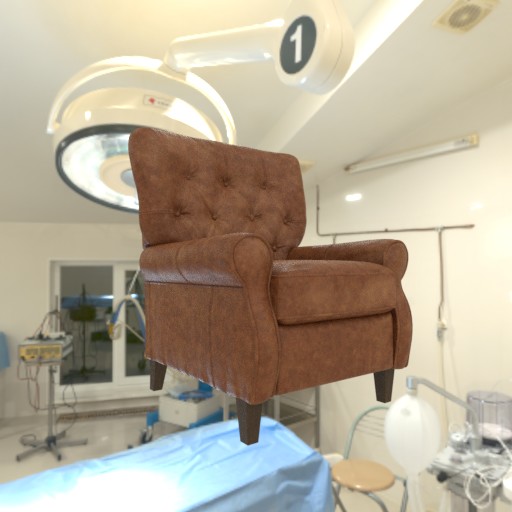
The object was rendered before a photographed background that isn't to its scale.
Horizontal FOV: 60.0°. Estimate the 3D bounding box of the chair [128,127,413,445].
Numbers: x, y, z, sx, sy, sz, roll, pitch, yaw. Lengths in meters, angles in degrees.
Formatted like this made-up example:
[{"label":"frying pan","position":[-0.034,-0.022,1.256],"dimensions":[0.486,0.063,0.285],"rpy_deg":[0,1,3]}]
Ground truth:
[{"label":"chair","position":[0.000,0.000,1.913],"dimensions":[0.951,1.164,1.059],"rpy_deg":[0,-1,-37]}]
